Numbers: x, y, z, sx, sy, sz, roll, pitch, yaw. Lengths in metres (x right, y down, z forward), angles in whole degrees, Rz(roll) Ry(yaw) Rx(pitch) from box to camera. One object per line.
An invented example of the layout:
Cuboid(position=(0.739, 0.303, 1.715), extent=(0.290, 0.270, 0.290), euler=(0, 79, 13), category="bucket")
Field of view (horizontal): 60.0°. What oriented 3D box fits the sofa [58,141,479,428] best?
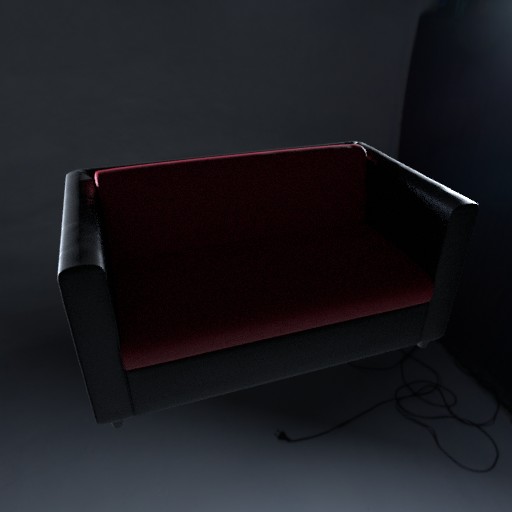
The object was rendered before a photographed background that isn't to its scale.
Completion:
Cuboid(position=(0.000, 0.000, 1.865), extent=(1.410, 0.735, 0.845), euler=(-10, 32, -16), category="sofa")
